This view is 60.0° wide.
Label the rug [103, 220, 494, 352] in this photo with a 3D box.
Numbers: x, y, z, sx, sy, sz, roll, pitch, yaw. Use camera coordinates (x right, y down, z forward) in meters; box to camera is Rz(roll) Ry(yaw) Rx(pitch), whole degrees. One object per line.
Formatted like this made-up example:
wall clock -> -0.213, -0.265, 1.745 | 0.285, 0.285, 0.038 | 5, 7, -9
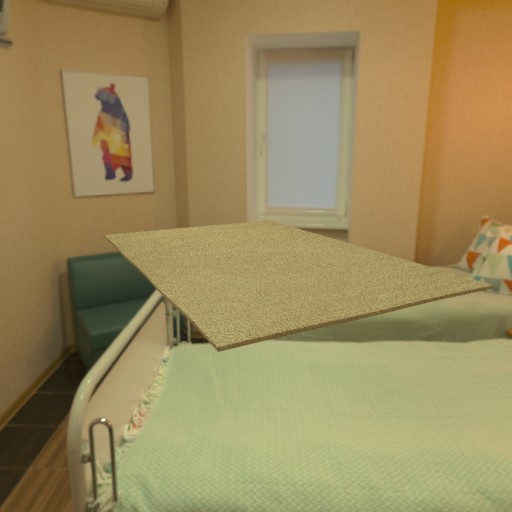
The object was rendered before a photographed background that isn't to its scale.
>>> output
rug -> 0.000, 0.000, 3.408 | 1.800, 0.025, 2.699 | -7, 16, -27
